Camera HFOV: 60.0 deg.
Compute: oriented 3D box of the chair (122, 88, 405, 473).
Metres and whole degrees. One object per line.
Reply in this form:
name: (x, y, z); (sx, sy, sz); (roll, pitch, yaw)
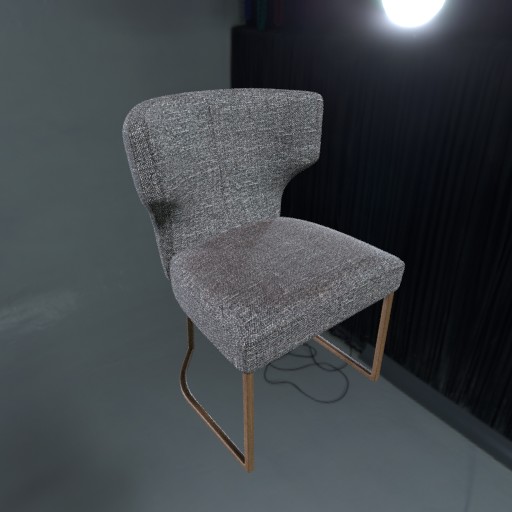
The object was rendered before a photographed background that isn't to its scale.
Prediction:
chair: (0.000, 0.000, 1.255); (0.611, 0.824, 0.617); (-21, 36, -33)
